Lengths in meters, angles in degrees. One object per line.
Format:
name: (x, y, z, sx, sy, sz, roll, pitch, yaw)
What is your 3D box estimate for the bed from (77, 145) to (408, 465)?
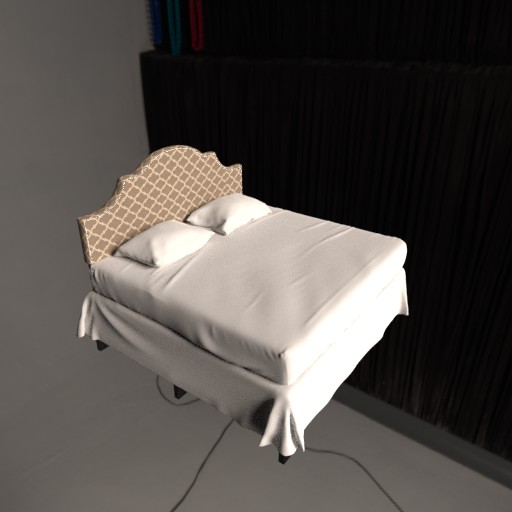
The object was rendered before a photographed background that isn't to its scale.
bed: (0.000, 0.000, 3.789, 2.222, 1.601, 2.314, 18, 32, 32)
